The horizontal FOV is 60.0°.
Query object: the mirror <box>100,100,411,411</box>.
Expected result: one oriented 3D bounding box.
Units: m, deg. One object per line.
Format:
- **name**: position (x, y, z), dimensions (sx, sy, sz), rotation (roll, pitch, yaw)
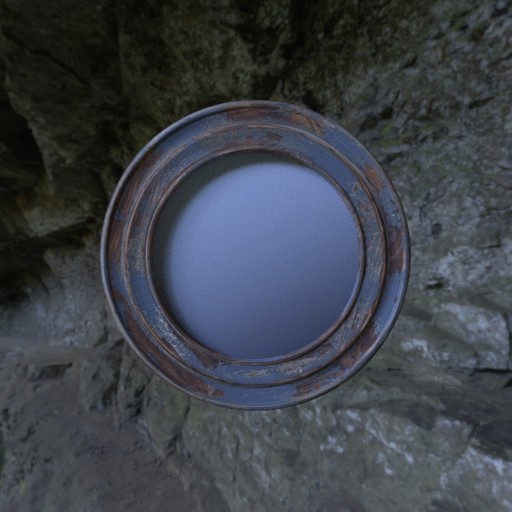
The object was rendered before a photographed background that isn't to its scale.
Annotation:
- **mirror**: position (0.000, 0.000, 0.854), dimensions (0.585, 0.585, 0.061), rotation (0, 1, -1)
